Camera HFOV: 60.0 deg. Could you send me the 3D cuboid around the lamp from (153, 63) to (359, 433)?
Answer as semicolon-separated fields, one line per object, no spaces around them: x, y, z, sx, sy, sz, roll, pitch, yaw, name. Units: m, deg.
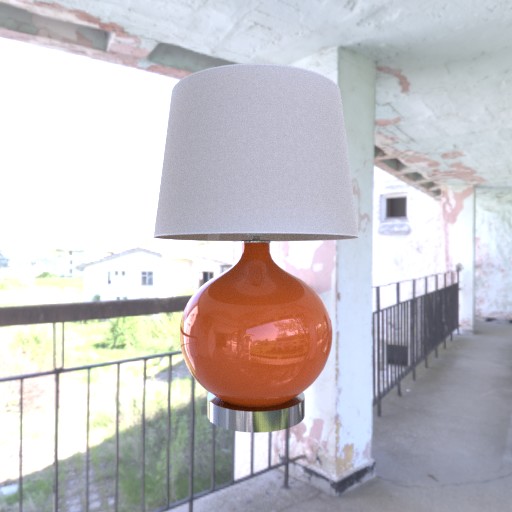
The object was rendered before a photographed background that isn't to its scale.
0.000;0.000;0.546;0.247;0.387;0.247;0;0;0;lamp
